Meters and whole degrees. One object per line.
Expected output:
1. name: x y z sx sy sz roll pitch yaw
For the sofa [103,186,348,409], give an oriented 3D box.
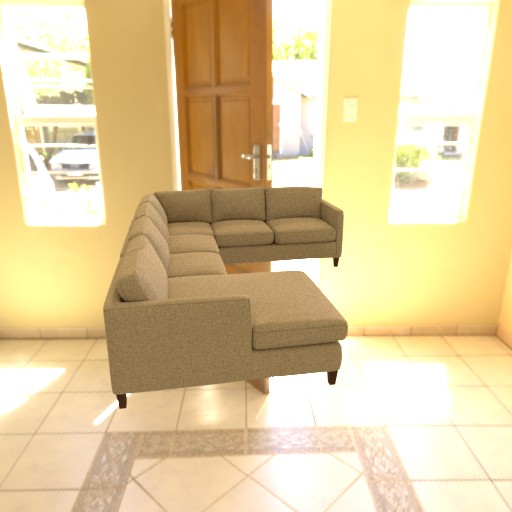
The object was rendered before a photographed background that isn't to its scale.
1. sofa: 0.000 0.000 4.594 2.593 0.959 3.460 -3 18 -10
